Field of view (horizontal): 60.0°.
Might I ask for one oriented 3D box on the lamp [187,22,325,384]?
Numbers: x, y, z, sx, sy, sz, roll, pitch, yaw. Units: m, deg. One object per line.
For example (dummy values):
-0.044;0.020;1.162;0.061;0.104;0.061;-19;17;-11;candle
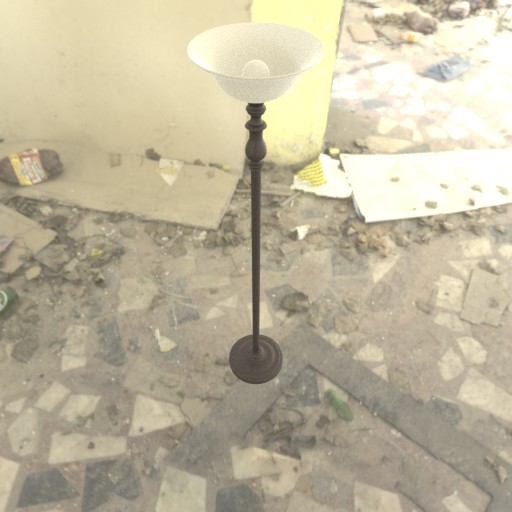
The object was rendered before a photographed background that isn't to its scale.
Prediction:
0.000;0.000;1.962;0.405;1.797;0.405;24;51;21;lamp
